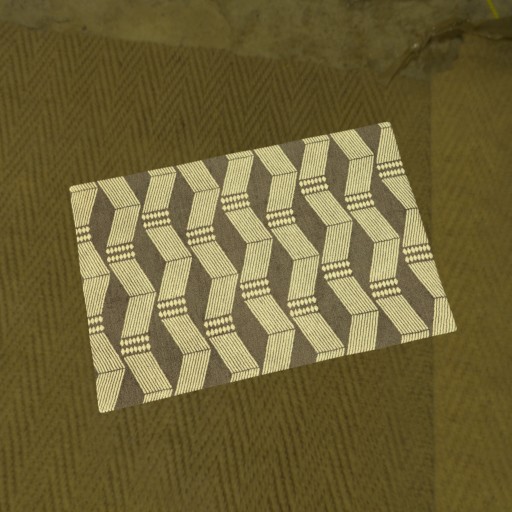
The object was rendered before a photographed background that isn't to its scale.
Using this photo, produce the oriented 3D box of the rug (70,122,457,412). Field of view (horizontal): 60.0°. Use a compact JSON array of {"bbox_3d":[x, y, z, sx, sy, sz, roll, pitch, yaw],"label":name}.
[{"bbox_3d":[0.000,0.000,2.346,1.833,0.016,1.210,-12,77,-3],"label":"rug"}]
